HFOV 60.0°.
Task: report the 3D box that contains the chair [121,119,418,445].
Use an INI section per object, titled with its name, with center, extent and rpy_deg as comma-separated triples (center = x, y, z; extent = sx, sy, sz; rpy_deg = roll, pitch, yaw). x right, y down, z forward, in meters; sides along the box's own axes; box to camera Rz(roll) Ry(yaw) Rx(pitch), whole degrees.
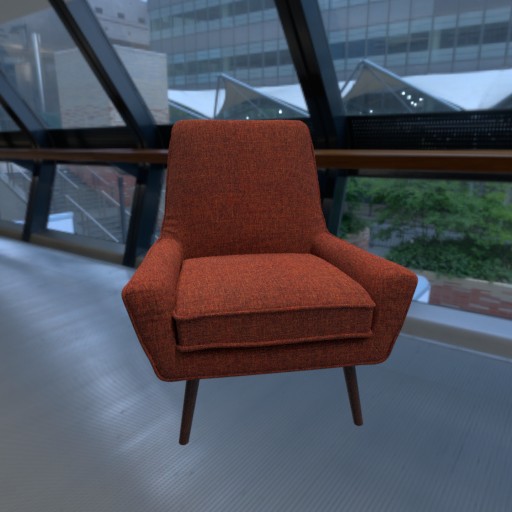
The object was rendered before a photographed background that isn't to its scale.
[chair]
center = 0.000, 0.000, 1.515
extent = 0.803, 0.911, 0.784
rpy_deg = -2, 15, -9
